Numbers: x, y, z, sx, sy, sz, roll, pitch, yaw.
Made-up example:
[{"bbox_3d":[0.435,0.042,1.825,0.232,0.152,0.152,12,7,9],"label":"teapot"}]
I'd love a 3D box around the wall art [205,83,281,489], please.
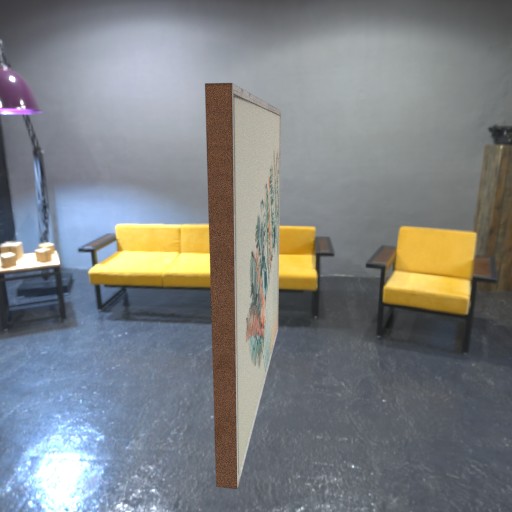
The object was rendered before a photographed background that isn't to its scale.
[{"bbox_3d":[0.000,0.000,0.768,0.029,0.506,0.508,2,15,9],"label":"wall art"}]
